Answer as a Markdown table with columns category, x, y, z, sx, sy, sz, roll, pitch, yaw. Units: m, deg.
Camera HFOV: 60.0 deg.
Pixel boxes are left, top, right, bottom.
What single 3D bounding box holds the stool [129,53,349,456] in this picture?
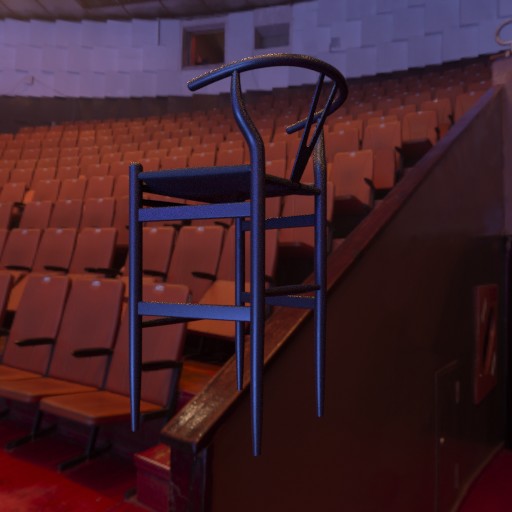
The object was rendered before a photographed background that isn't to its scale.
| category | x | y | z | sx | sy | sz | roll | pitch | yaw |
| --- | --- | --- | --- | --- | --- | --- | --- | --- | --- |
| stool | 0.000 | 0.000 | 1.425 | 0.579 | 1.072 | 0.569 | 0 | -1 | 36 |
